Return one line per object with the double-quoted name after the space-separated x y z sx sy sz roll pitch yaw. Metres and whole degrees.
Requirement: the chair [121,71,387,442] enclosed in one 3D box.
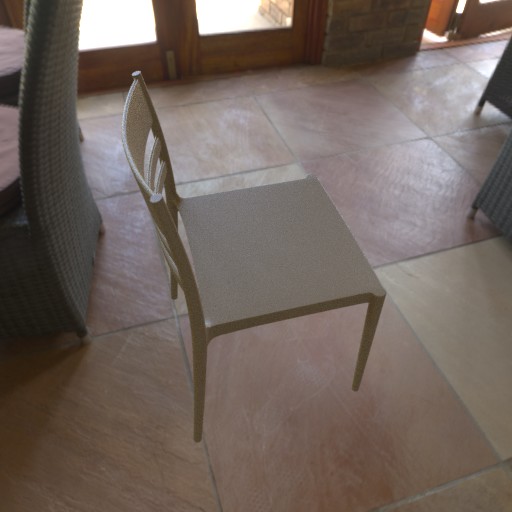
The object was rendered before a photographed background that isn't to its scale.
0.000 0.000 1.130 0.511 0.800 0.531 -10 46 -10 "chair"
